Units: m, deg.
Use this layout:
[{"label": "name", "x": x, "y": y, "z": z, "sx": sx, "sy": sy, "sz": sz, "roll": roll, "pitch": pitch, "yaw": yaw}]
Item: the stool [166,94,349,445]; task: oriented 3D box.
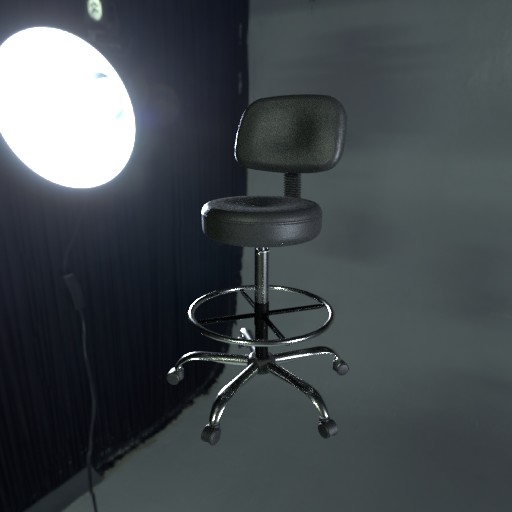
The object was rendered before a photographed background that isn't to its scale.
[{"label": "stool", "x": 0.000, "y": 0.000, "z": 1.507, "sx": 0.694, "sy": 1.069, "sz": 0.658, "roll": 8, "pitch": 18, "yaw": 27}]
